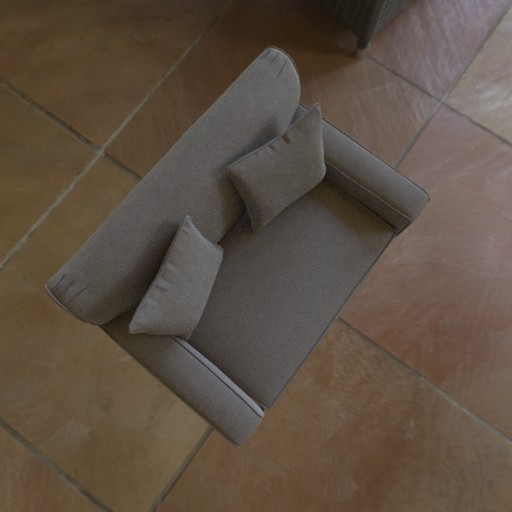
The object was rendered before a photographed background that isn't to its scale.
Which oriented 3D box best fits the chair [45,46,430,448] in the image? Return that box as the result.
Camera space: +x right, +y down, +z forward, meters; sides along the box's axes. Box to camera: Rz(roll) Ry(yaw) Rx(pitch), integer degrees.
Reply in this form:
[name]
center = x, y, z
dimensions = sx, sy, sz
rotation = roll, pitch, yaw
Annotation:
[chair]
center = 0.000, 0.000, 2.092
dimensions = 0.992, 0.953, 1.395
rotation = 38, 80, 8
